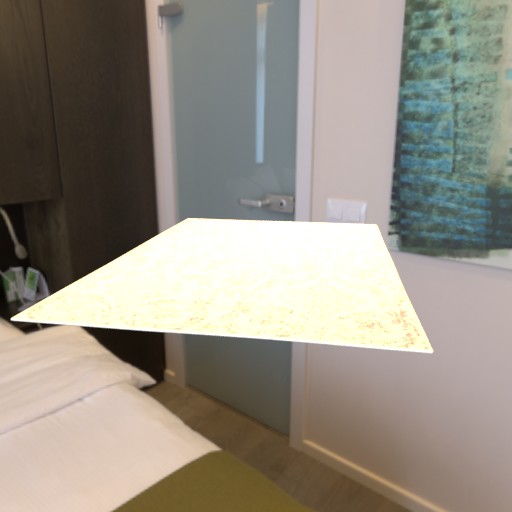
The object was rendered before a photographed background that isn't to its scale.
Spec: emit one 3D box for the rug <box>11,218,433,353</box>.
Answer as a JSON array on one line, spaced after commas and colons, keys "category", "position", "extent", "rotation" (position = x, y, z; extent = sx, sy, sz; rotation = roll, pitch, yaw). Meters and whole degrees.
[{"category": "rug", "position": [0.000, 0.000, 2.669], "extent": [1.598, 0.014, 2.202], "rotation": [3, 16, 10]}]
